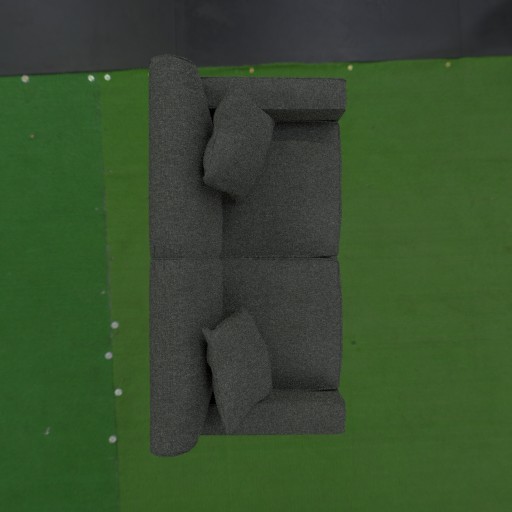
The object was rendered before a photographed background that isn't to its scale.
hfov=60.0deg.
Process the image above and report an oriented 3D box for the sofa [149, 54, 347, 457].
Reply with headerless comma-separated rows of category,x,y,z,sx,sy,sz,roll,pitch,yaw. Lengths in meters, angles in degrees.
sofa,0.000,0.000,2.428,0.998,0.958,1.846,0,91,-1
